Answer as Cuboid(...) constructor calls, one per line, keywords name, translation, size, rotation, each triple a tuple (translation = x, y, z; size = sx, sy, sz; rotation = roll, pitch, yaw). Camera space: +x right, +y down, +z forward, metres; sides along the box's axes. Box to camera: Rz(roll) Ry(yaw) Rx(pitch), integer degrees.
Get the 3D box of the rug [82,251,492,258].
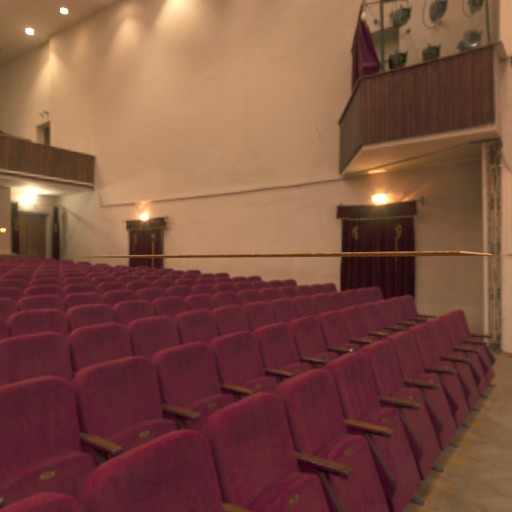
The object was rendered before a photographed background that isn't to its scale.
Cuboid(name="rug", translation=(0.000, 0.000, 2.677), size=(2.438, 0.010, 0.775), rotation=(-1, -1, 36))
